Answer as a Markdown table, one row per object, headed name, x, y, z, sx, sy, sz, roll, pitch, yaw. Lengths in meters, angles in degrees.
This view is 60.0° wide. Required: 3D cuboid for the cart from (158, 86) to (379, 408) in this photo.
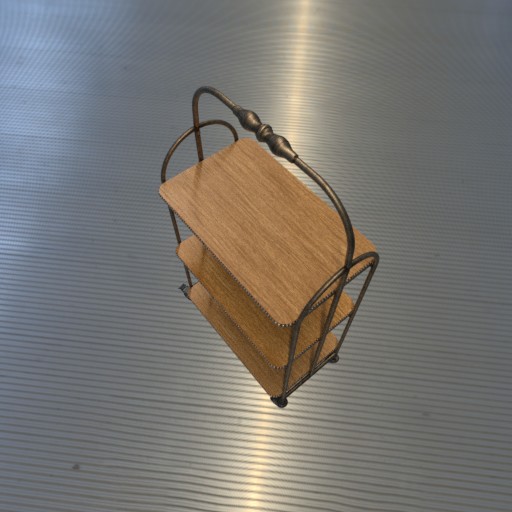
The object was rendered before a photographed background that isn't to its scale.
| name | x | y | z | sx | sy | sz | roll | pitch | yaw |
| --- | --- | --- | --- | --- | --- | --- | --- | --- | --- |
| cart | 0.000 | 0.000 | 1.346 | 0.330 | 1.052 | 0.650 | -35 | 64 | -20 |
